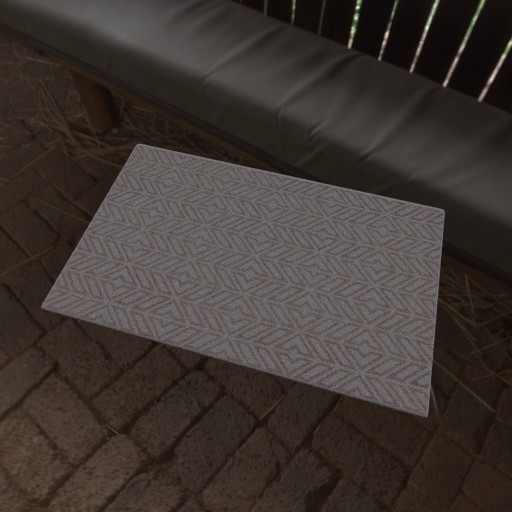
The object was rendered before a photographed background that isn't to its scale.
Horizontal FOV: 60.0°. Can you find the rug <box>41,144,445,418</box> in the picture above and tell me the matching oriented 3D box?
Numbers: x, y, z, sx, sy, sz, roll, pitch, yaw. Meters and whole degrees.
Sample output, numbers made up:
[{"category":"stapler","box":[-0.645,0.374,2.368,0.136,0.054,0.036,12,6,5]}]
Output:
[{"category":"rug","box":[0.000,0.000,3.040,2.438,0.008,1.523,14,60,8]}]
